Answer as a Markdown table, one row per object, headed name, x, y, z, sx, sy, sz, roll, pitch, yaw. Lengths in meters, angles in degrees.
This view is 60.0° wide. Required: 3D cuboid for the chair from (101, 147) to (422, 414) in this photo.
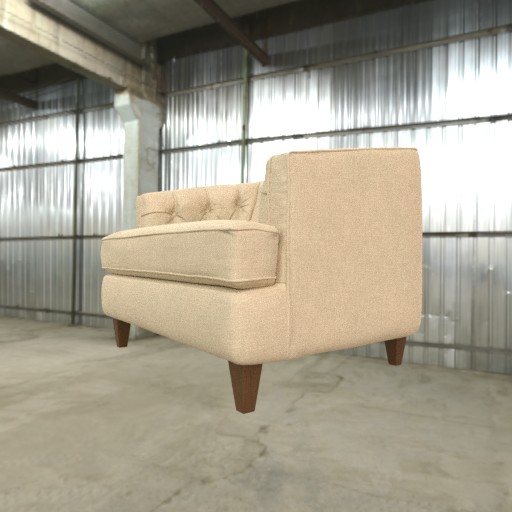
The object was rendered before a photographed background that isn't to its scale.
| name | x | y | z | sx | sy | sz | roll | pitch | yaw |
| --- | --- | --- | --- | --- | --- | --- | --- | --- | --- |
| chair | 0.000 | 0.000 | 1.740 | 0.914 | 0.787 | 1.118 | 0 | 0 | -35 |
